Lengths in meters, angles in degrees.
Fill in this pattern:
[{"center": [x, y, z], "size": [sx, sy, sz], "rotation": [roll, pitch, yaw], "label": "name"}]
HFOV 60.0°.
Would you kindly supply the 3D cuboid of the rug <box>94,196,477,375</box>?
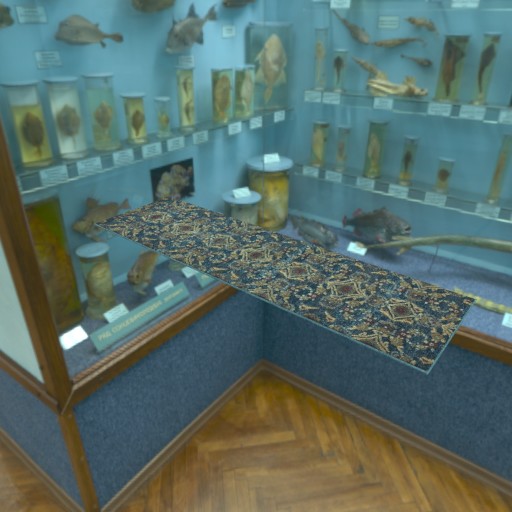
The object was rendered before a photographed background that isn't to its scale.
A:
[{"center": [0.000, 0.000, 2.617], "size": [2.292, 0.014, 0.685], "rotation": [21, 35, 34], "label": "rug"}]
